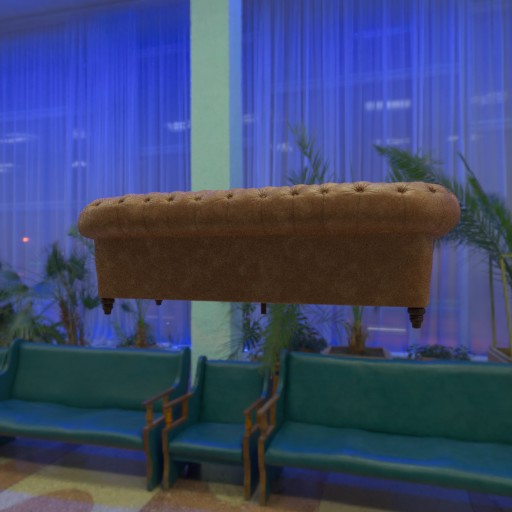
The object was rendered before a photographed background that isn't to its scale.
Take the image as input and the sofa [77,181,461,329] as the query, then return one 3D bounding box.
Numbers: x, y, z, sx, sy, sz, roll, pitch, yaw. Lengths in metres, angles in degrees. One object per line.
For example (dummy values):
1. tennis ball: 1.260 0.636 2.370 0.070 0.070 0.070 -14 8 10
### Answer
1. sofa: 0.000 0.000 2.779 2.365 0.760 0.989 0 -1 18
